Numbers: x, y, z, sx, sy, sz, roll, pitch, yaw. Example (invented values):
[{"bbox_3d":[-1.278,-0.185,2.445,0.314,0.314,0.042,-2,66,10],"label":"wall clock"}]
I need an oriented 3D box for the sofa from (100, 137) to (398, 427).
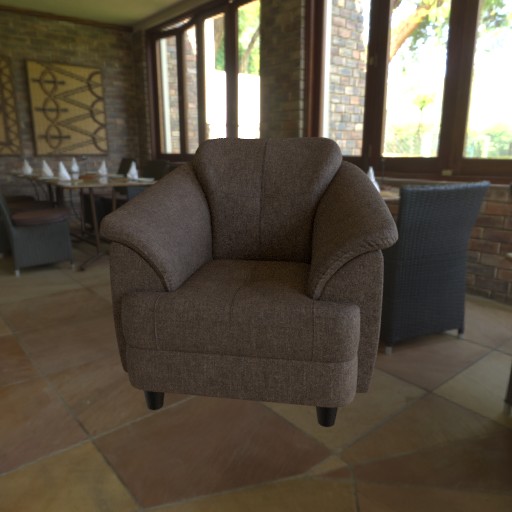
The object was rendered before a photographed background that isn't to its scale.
[{"bbox_3d":[0.000,0.000,1.535,0.870,0.811,0.794,2,14,9],"label":"sofa"}]
